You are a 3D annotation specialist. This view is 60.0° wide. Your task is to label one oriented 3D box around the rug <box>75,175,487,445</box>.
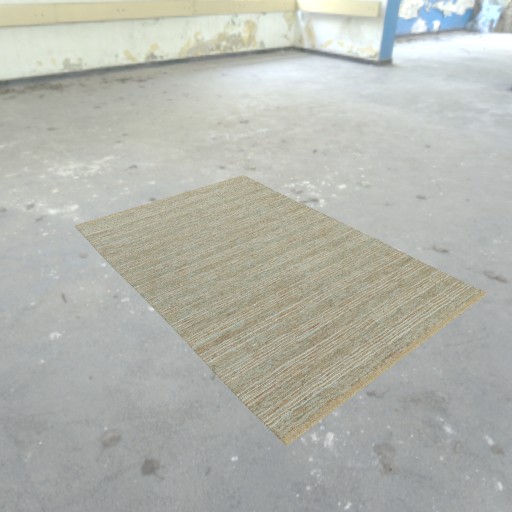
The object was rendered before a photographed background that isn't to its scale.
[{"bbox_3d":[0.000,0.000,2.290,1.240,0.010,1.824,-23,39,-32],"label":"rug"}]
